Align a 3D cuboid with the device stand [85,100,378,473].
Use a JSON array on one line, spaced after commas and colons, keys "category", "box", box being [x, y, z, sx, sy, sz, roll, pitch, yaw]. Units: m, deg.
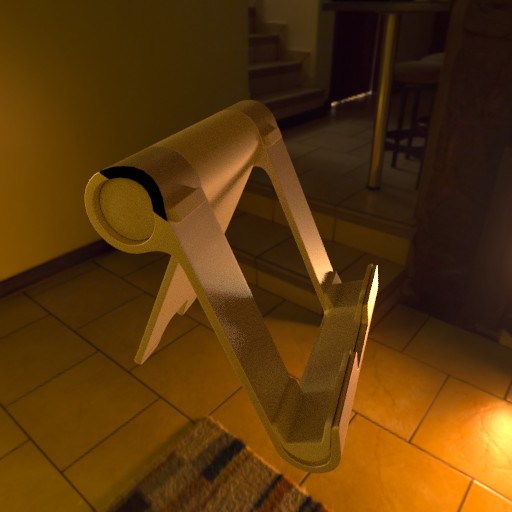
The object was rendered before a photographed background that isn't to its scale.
[{"category": "device stand", "box": [0.000, 0.000, 0.149, 0.079, 0.084, 0.086, 10, 31, 17]}]
